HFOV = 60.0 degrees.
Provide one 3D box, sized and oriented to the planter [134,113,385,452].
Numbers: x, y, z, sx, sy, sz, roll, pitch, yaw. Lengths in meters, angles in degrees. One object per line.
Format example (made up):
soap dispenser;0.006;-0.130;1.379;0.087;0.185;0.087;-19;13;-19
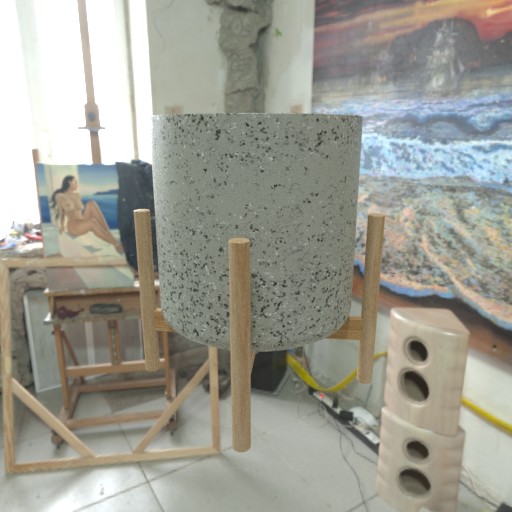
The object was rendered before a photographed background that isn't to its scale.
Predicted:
planter;0.000;0.000;0.701;0.360;0.419;0.360;8;18;27
